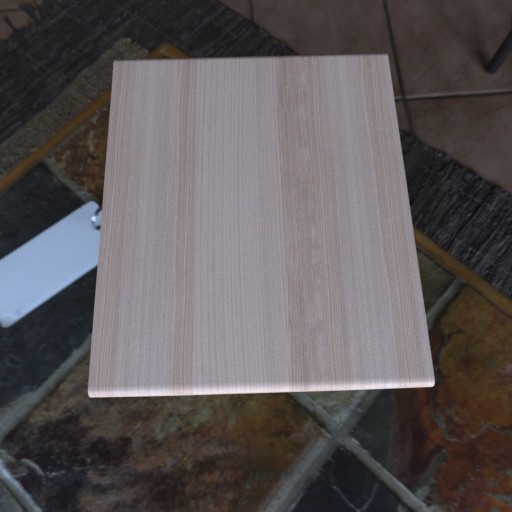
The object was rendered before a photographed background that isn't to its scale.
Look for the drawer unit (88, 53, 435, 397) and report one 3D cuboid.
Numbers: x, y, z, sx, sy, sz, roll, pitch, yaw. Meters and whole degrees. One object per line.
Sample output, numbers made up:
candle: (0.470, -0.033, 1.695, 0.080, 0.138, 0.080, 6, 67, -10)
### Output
drawer unit: (0.000, 0.000, 0.584, 0.290, 0.344, 0.344, -2, 73, -1)
